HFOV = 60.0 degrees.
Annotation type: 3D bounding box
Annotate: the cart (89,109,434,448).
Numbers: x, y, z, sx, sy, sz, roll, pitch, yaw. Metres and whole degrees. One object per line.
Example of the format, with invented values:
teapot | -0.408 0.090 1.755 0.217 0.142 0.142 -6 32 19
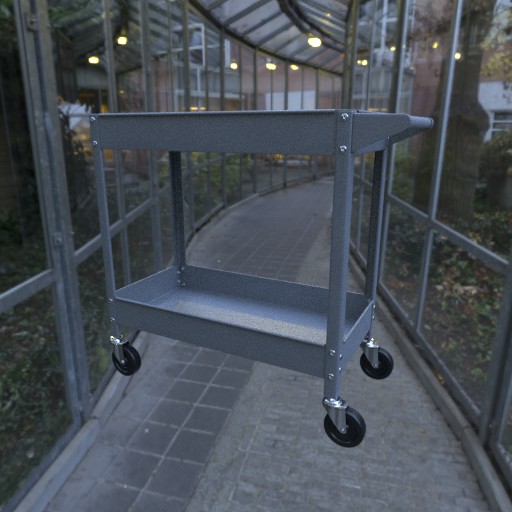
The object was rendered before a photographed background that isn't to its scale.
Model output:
cart | 0.000 0.000 1.176 0.779 0.719 0.366 8 18 26
